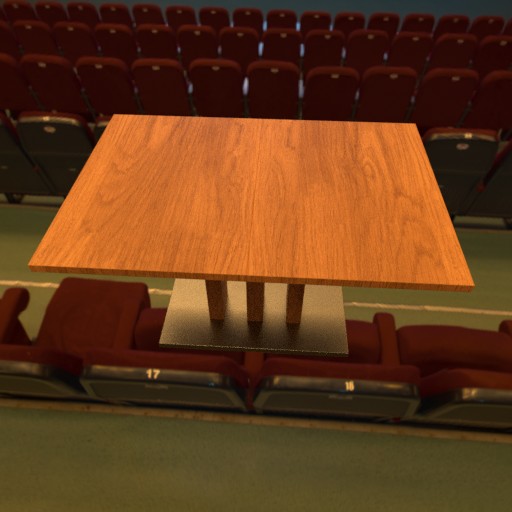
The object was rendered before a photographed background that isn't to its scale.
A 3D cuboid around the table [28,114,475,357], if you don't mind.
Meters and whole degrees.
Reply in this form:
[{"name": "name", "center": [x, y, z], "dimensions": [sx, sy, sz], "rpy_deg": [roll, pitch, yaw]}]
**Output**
[{"name": "table", "center": [0.000, 0.000, 1.873], "dimensions": [1.300, 0.770, 0.900], "rpy_deg": [3, 46, 2]}]
